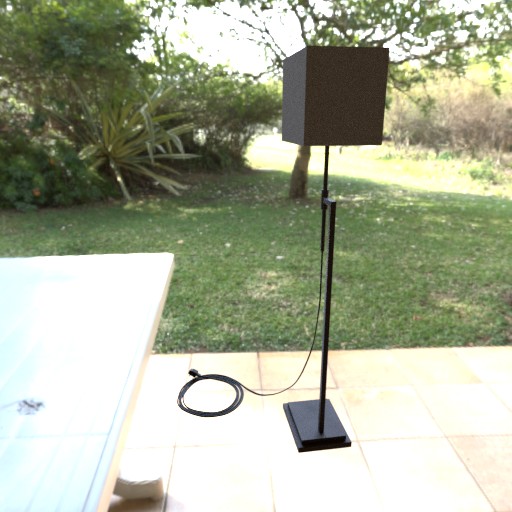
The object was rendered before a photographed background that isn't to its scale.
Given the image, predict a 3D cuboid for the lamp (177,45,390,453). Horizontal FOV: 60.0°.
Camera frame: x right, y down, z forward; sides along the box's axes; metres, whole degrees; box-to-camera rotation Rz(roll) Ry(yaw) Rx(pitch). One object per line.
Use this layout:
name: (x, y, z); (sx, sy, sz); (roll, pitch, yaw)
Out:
lamp: (0.000, 0.000, 1.953); (0.774, 1.600, 0.698); (-3, 18, -9)
